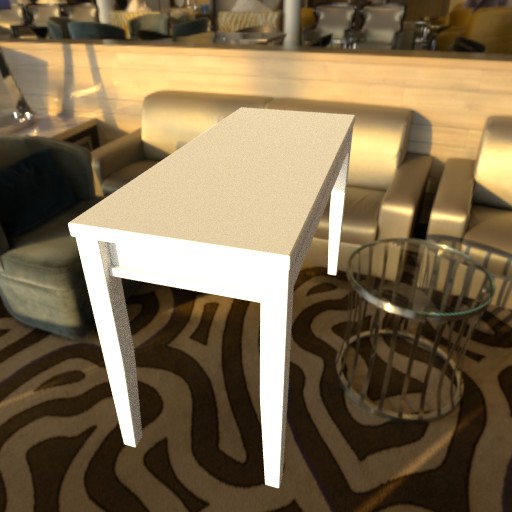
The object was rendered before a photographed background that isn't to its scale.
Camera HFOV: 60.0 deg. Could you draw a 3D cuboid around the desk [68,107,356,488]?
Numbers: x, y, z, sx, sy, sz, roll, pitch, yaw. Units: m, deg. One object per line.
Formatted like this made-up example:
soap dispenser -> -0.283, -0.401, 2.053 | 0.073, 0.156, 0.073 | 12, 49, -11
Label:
desk -> 0.000, 0.000, 1.621 | 0.508, 0.775, 1.220 | 9, 32, 14
